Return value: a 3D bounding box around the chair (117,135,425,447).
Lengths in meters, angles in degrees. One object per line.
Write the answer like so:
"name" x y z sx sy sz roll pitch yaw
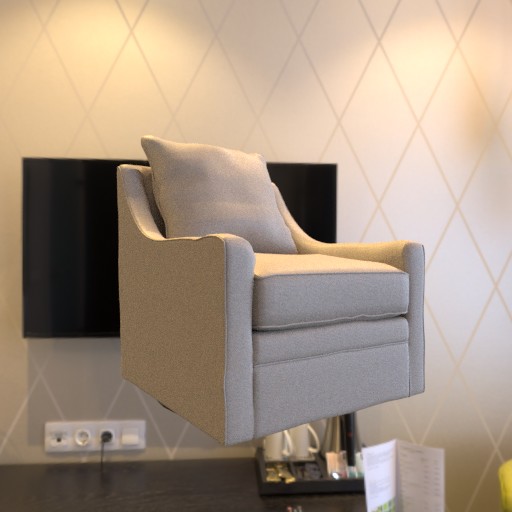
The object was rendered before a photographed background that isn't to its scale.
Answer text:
"chair" 0.000 0.000 1.578 0.760 0.942 0.876 0 -1 -34
